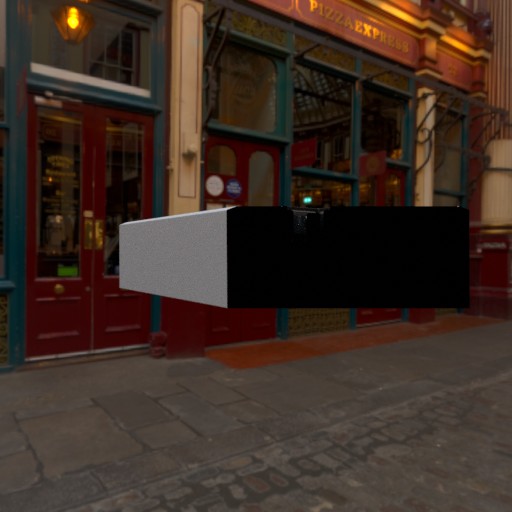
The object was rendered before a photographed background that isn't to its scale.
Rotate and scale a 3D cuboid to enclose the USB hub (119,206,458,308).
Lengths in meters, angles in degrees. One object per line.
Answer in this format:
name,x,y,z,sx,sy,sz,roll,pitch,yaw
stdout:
USB hub,0.000,0.000,0.128,0.044,0.023,0.110,0,1,-37
